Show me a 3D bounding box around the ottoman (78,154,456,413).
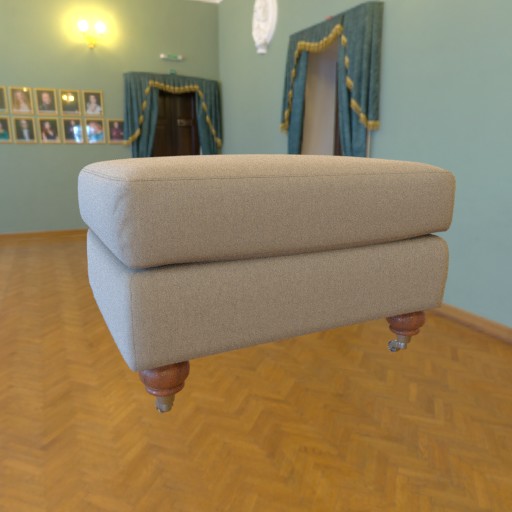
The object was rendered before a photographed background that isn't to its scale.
[{"bbox_3d":[0.000,0.000,1.112,0.773,0.497,0.574,-7,15,-26],"label":"ottoman"}]
